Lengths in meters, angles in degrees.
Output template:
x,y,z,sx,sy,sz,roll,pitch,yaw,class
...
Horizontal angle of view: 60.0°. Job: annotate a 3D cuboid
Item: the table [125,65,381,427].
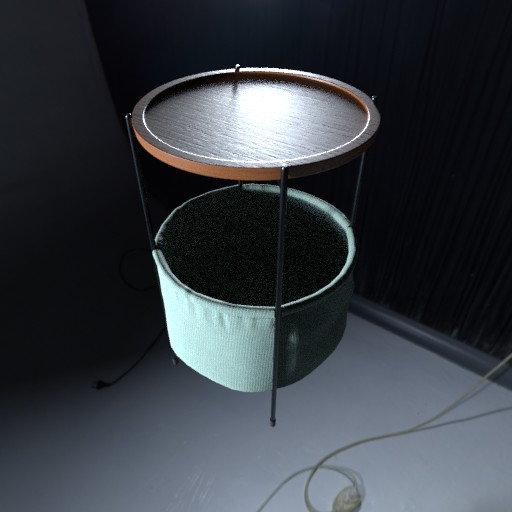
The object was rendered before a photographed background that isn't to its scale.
x,y,z,sx,sy,sz,roll,pitch,yaw,class
0.000,0.000,0.900,0.400,0.623,0.400,24,46,26,table
